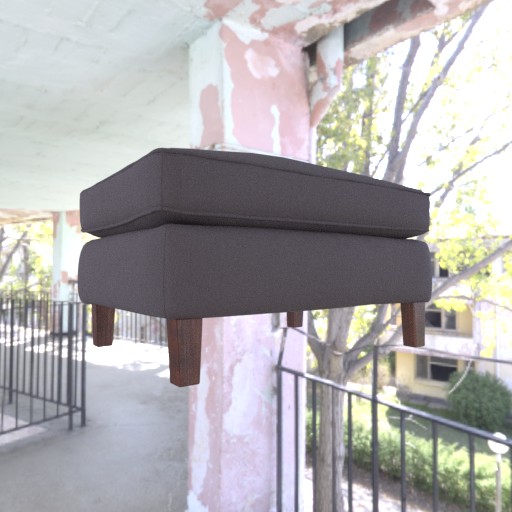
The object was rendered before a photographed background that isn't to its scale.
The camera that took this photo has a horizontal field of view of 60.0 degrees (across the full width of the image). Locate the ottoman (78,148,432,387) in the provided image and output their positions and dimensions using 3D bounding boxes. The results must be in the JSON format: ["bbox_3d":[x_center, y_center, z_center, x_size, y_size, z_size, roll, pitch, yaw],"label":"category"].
[{"bbox_3d":[0.000,0.000,1.006,0.686,0.406,0.508,1,-2,-35],"label":"ottoman"}]
